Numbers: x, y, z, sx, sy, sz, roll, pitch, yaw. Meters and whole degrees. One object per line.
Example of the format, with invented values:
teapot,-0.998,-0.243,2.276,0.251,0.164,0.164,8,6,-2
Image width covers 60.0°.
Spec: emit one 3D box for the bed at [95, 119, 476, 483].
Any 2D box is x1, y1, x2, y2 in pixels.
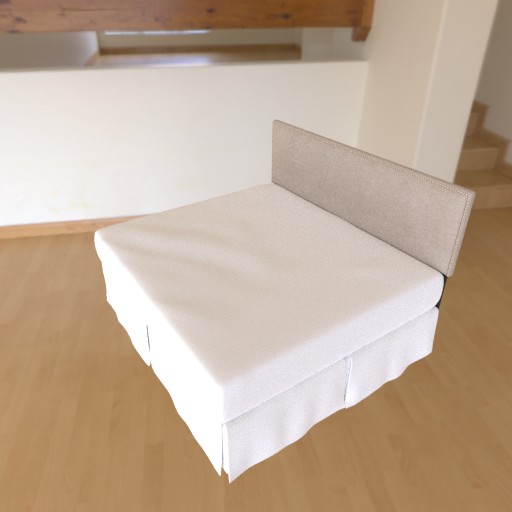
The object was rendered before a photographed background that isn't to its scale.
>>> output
bed,0.000,0.000,3.384,1.914,1.346,2.170,-20,37,-29
